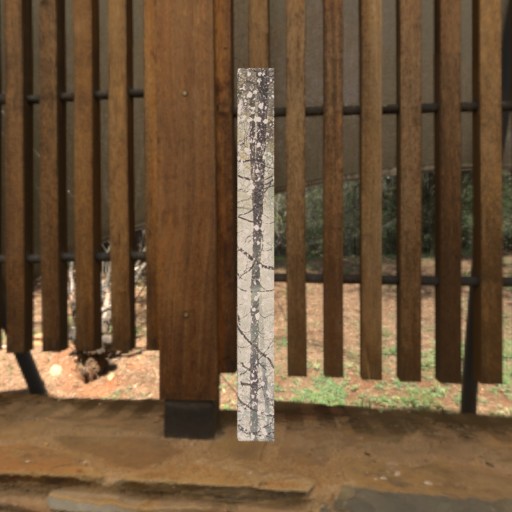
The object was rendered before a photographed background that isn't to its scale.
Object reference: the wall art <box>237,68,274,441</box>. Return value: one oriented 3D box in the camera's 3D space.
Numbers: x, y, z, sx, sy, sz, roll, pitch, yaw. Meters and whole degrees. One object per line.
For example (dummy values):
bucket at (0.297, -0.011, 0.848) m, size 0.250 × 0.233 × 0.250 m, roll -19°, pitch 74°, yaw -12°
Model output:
wall art at (0.000, 0.000, 0.780) m, size 0.042 × 0.398 × 0.618 m, roll 0°, pitch 0°, yaw 0°
